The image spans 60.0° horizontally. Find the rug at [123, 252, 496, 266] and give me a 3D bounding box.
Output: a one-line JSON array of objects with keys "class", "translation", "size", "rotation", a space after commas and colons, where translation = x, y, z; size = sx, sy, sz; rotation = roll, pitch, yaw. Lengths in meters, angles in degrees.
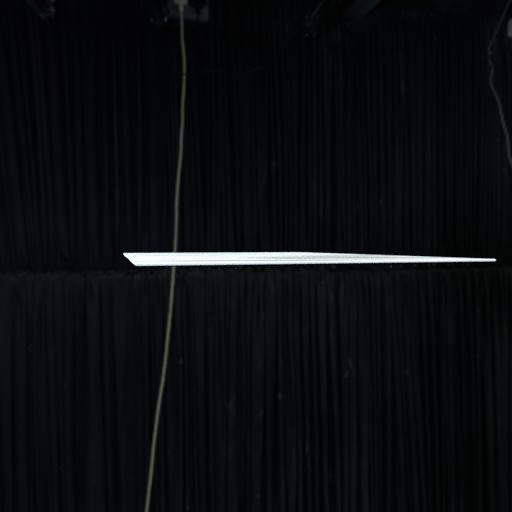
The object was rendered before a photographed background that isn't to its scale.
[{"class": "rug", "translation": [0.000, 0.000, 2.724], "size": [1.533, 0.010, 2.142], "rotation": [0, 1, -18]}]
